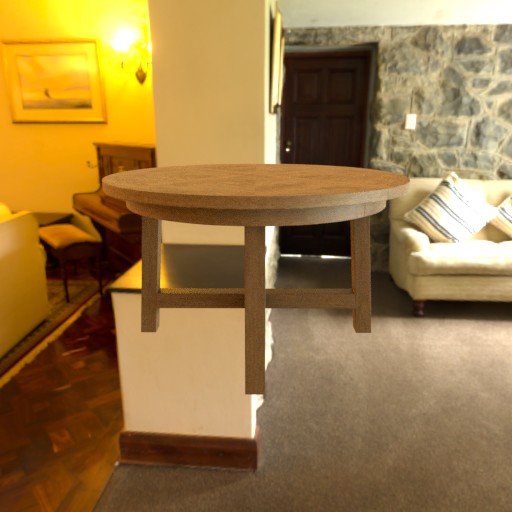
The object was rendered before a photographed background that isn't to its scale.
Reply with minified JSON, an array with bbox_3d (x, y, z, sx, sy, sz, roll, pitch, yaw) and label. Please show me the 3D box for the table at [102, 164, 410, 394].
[{"bbox_3d":[0.000,0.000,2.105,1.319,0.762,1.319,0,16,0],"label":"table"}]
